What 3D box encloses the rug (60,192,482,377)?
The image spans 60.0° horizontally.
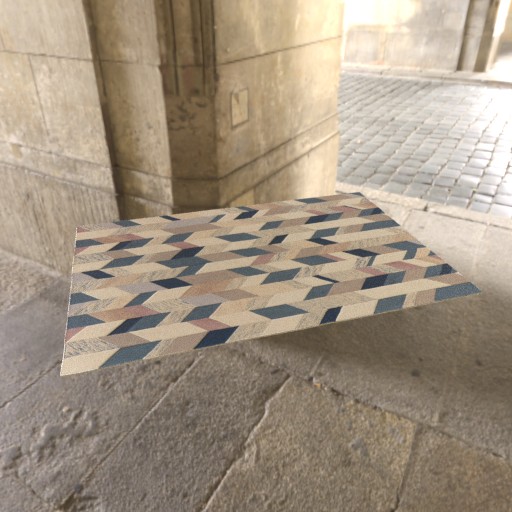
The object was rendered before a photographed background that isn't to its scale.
[{"bbox_3d":[0.000,0.000,2.294,1.813,0.006,1.202,-9,33,-14],"label":"rug"}]
